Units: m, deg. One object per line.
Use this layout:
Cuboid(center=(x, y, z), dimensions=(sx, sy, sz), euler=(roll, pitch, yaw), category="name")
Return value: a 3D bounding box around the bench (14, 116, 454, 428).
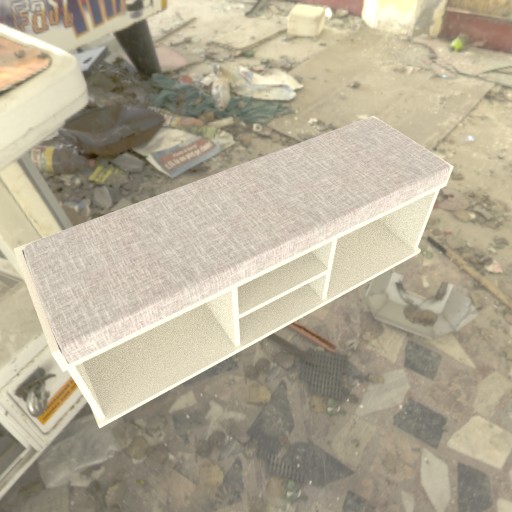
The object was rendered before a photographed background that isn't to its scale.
Cuboid(center=(0.000, 0.000, 1.365), dimensions=(1.196, 0.453, 0.363), euler=(-25, 52, -21), category="bench")
